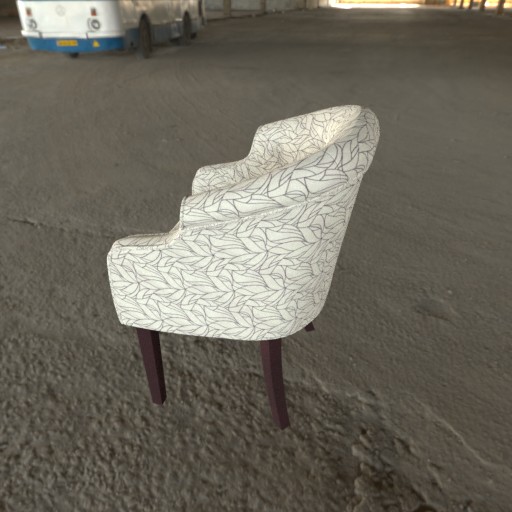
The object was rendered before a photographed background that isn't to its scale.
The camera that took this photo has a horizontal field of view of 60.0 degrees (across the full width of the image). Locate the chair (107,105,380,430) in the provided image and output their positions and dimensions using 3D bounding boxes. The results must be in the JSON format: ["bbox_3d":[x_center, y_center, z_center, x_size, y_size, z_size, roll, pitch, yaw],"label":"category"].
[{"bbox_3d":[0.000,0.000,1.323,0.613,0.858,0.686,8,32,14],"label":"chair"}]
